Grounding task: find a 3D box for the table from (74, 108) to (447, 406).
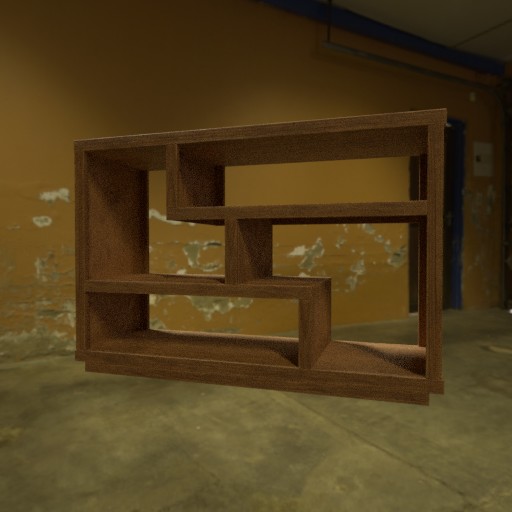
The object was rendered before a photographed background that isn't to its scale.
[{"bbox_3d":[0.000,0.000,1.509,1.151,0.771,0.410,0,1,17],"label":"table"}]
